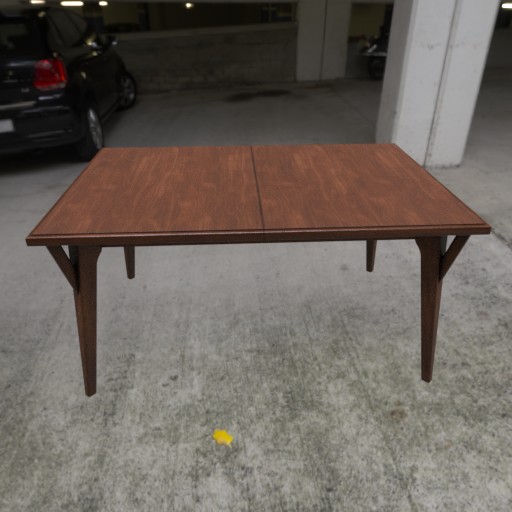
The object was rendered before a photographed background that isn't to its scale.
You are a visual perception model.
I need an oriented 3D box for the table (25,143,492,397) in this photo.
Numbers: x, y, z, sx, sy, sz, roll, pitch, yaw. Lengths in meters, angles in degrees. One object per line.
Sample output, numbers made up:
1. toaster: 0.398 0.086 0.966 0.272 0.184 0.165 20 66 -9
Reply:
1. table: 0.000 0.000 2.058 1.524 0.761 0.990 -2 30 -3
